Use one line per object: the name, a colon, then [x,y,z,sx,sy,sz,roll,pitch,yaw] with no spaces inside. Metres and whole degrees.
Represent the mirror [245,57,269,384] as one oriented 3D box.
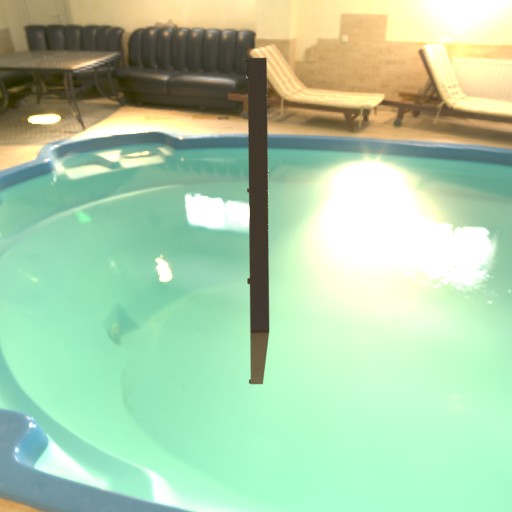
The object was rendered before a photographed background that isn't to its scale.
mirror: [0.000,0.000,0.825,0.032,0.679,0.419,-1,32,-1]
